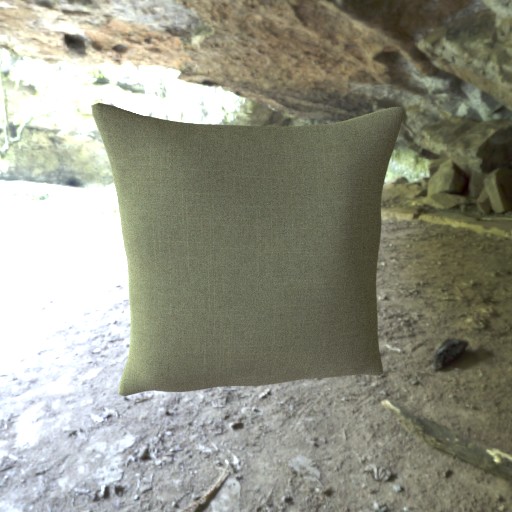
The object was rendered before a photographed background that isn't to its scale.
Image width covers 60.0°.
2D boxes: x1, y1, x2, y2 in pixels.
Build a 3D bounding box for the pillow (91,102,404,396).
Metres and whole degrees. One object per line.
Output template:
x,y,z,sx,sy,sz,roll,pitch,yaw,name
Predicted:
0.000,0.000,0.666,0.435,0.432,0.138,-2,14,-9,pillow
